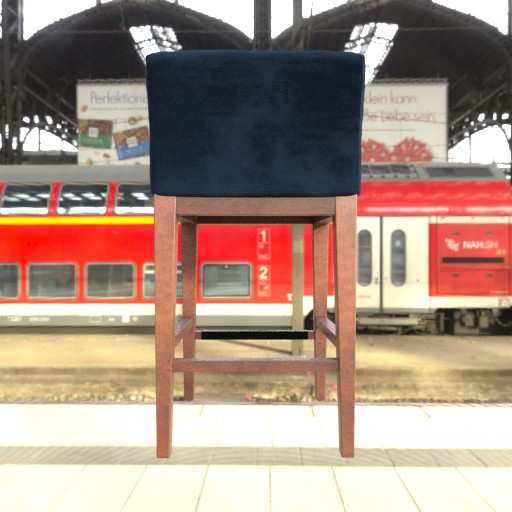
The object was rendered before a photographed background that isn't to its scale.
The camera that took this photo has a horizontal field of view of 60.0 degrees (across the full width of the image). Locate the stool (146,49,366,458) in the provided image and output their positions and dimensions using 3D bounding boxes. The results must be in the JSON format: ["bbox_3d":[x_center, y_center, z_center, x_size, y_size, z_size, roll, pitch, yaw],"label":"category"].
[{"bbox_3d":[0.000,0.000,1.238,0.511,0.945,0.516,0,0,0],"label":"stool"}]
